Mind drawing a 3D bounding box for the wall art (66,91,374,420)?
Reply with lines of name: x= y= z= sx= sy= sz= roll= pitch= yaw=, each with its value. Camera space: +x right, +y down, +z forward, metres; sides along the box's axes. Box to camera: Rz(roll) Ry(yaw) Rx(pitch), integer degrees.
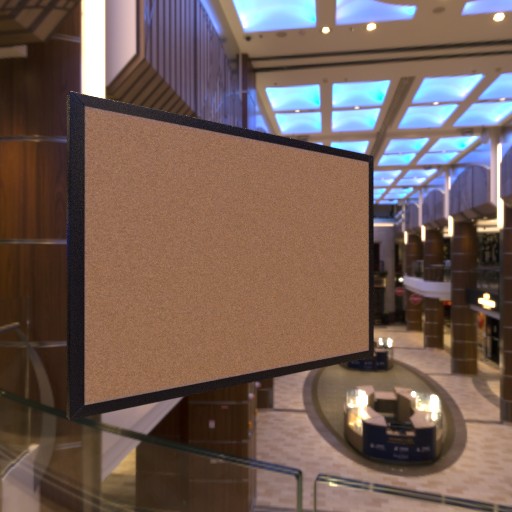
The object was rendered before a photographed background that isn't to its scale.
wall art: x=0.000 y=0.000 z=0.548 sx=0.440 sy=0.306 sz=0.013 roll=0 pitch=0 yaw=-37
